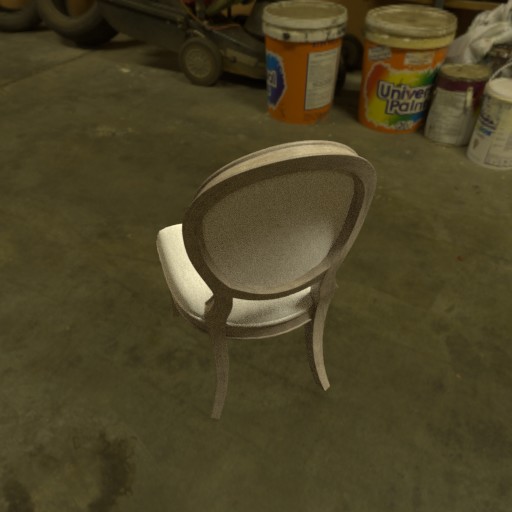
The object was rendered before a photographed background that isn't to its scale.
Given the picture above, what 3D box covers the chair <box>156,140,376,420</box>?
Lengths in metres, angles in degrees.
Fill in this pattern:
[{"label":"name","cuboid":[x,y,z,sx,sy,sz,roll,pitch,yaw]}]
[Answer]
[{"label":"chair","cuboid":[0.000,0.000,1.325,0.558,0.990,0.602,-11,42,-12]}]
